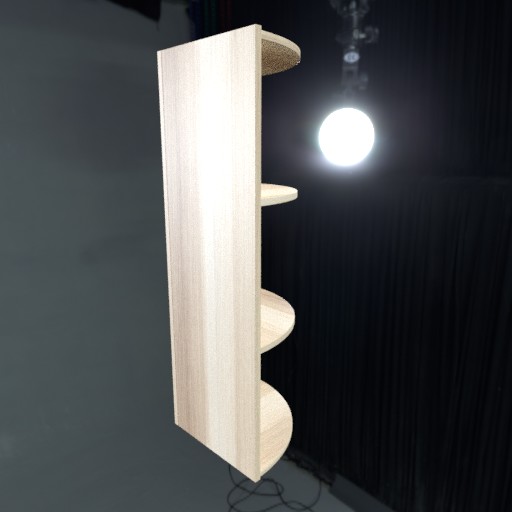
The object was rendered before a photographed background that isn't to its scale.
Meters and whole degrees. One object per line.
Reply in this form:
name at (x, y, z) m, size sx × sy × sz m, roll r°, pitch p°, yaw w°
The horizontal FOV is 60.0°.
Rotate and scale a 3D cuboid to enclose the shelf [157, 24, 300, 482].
shelf at (0.000, 0.000, 1.020) m, size 0.290 × 0.872 × 0.290 m, roll -13°, pitch 19°, yaw -43°
